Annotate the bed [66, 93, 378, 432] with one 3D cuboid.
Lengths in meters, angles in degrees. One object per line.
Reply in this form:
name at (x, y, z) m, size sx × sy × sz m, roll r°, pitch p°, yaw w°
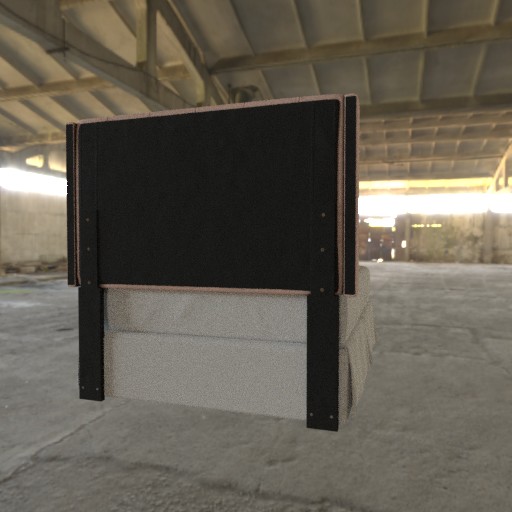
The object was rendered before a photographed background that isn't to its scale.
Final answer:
bed at (0.000, 0.000, 3.367) m, size 1.719 × 1.665 × 2.066 m, roll 0°, pitch 2°, yaw 18°
